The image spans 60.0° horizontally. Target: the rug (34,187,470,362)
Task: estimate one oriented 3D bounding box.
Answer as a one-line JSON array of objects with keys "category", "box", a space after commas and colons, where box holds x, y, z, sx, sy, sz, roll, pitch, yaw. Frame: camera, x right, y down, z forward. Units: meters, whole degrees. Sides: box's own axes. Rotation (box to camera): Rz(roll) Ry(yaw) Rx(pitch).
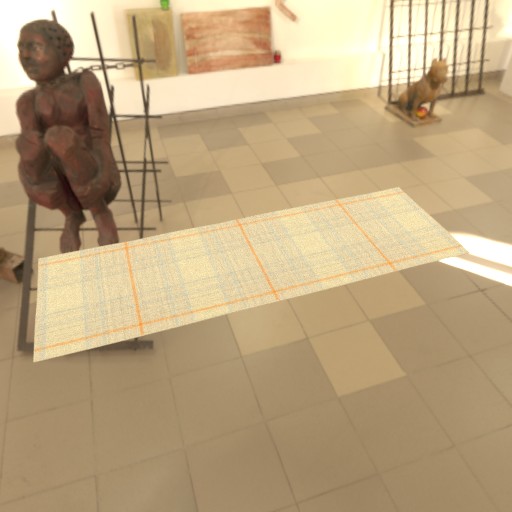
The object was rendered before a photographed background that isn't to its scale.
[{"category": "rug", "box": [0.000, 0.000, 2.627, 2.442, 0.016, 0.770, -13, 42, -14]}]
